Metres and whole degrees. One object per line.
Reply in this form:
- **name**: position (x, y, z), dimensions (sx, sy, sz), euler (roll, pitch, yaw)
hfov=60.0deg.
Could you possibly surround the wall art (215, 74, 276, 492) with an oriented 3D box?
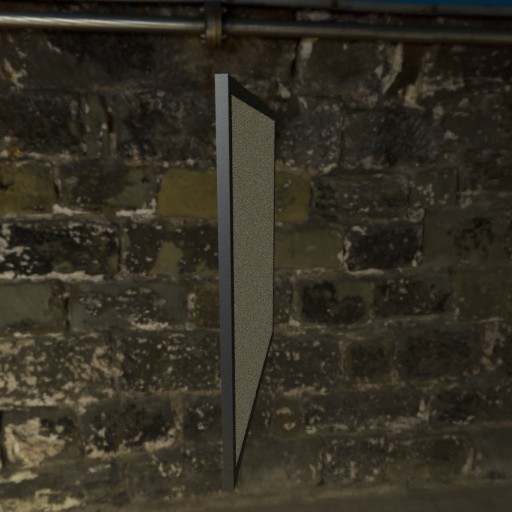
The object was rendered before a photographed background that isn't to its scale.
- **wall art**: position (0.000, 0.000, 1.210), dimensions (0.022, 0.807, 0.807), euler (2, 14, 8)
